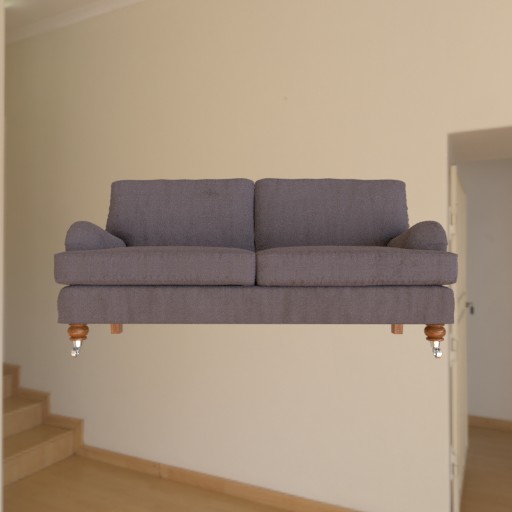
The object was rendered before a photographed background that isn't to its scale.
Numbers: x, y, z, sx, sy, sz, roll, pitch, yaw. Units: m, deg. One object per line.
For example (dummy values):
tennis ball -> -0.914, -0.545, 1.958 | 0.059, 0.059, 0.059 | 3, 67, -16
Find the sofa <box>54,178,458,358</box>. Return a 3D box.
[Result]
sofa -> 0.000, 0.000, 2.820 | 2.165, 1.087, 1.086 | 0, -1, 1
